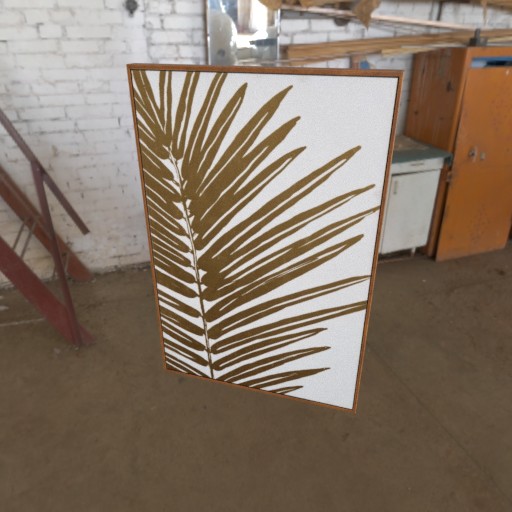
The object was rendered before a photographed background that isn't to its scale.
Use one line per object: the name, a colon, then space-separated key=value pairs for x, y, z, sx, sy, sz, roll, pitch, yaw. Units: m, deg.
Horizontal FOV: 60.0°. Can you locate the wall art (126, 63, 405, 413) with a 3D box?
wall art: x=0.000 y=0.000 z=1.161 sx=0.610 sy=0.914 sz=0.037 roll=8 pitch=29 yaw=15
